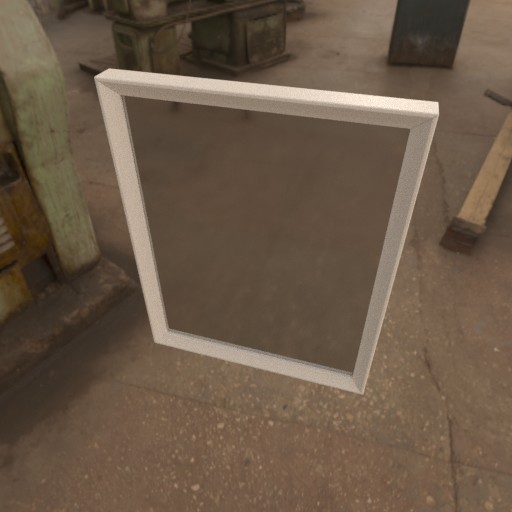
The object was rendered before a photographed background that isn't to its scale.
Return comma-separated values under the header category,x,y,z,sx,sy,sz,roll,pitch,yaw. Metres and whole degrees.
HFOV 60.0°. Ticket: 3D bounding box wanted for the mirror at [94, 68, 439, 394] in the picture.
category,x,y,z,sx,sy,sz,roll,pitch,yaw
mirror,0.000,0.000,0.679,0.406,0.509,0.041,11,41,13
